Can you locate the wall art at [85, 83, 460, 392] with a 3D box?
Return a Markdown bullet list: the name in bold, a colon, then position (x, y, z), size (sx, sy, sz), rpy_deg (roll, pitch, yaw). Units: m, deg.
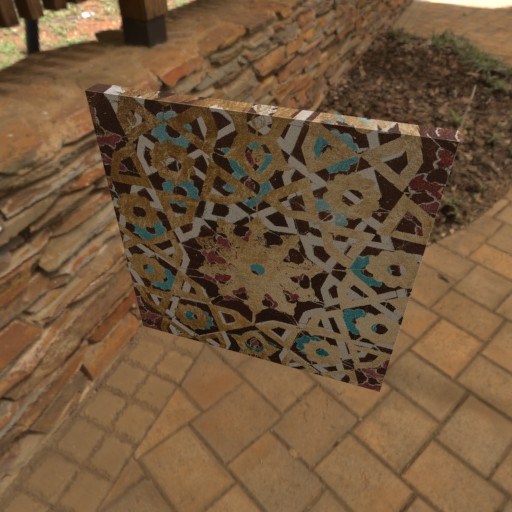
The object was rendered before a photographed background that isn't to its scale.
- **wall art**: position (0.000, 0.000, 0.900), size (0.609, 0.613, 0.041), rpy_deg (12, 42, 14)
